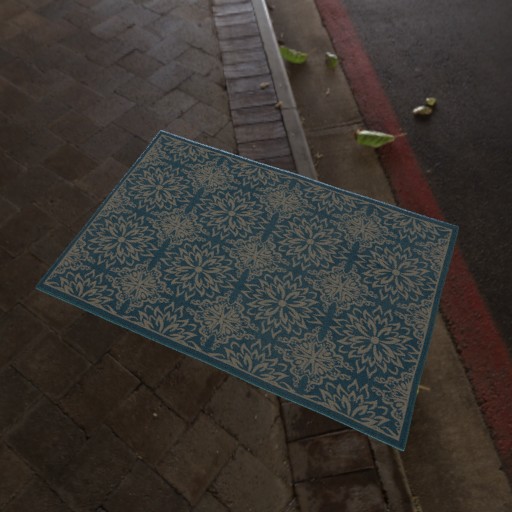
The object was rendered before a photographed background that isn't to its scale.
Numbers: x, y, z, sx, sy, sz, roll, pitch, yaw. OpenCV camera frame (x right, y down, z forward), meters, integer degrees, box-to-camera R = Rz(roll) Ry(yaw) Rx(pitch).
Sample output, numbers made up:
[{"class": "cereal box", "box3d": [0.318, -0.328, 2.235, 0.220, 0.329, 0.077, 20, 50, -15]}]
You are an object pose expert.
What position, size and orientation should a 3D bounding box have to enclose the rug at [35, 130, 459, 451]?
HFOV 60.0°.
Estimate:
[{"class": "rug", "box3d": [0.000, 0.000, 2.267, 1.833, 0.012, 1.211, 21, 60, 12]}]
